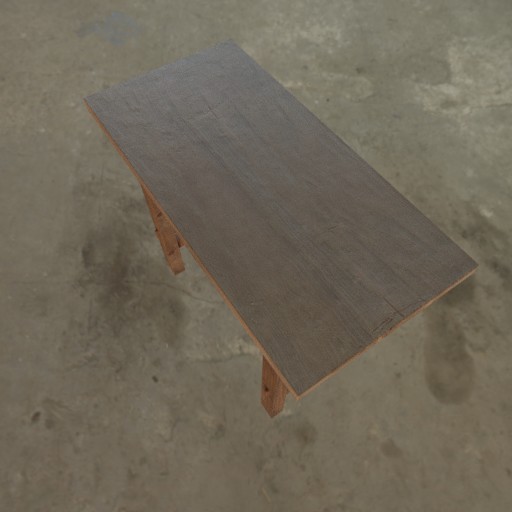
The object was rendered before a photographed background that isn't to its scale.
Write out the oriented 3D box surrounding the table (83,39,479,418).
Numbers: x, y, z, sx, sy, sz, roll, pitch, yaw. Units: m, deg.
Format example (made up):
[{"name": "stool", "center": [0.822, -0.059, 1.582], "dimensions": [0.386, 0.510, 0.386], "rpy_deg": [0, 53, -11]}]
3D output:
[{"name": "table", "center": [0.000, 0.000, 1.629], "dimensions": [0.556, 0.914, 1.119], "rpy_deg": [-30, 63, -17]}]
